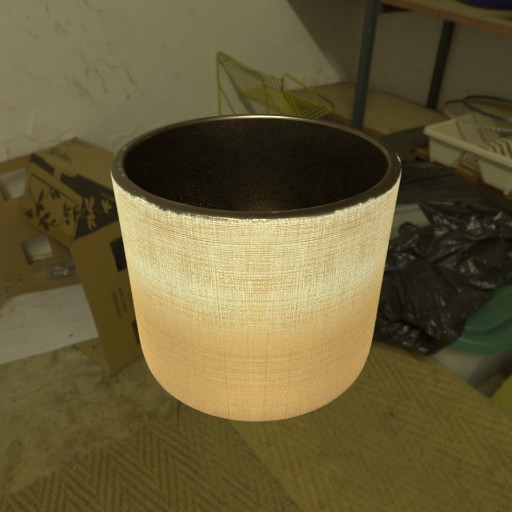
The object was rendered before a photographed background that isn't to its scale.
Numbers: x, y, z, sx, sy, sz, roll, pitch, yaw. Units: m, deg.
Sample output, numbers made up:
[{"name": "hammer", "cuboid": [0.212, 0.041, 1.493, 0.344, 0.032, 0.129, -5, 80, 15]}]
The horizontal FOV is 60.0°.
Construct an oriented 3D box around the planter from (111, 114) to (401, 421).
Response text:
[{"name": "planter", "cuboid": [0.000, 0.000, 0.451, 0.254, 0.221, 0.254, 0, 33, 0]}]
